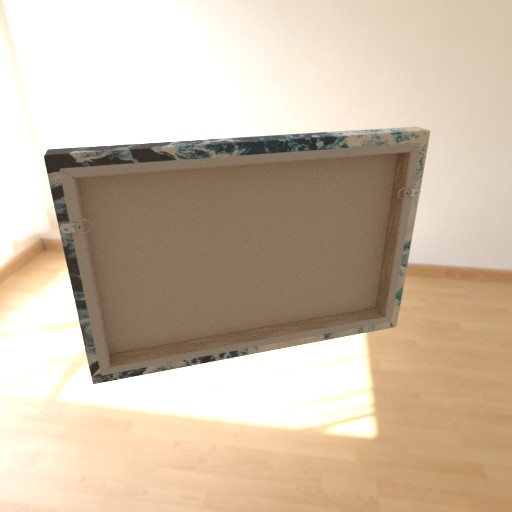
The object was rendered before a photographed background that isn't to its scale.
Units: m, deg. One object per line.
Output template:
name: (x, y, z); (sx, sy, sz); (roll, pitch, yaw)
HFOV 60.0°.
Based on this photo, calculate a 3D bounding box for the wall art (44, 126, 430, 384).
wall art: (0.000, 0.000, 0.780); (0.609, 0.407, 0.043); (-8, 28, -15)
